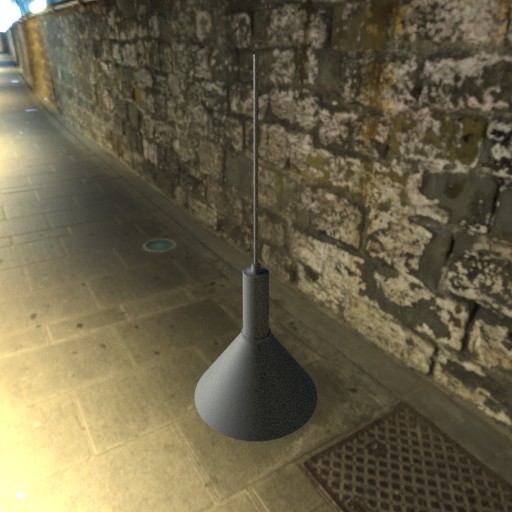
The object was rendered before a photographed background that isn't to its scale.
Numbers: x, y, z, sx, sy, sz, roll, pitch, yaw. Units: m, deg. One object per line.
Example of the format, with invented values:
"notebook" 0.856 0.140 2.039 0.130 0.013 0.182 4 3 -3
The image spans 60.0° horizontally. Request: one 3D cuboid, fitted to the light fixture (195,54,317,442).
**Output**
"light fixture" 0.000 0.000 0.825 0.267 0.683 0.267 -8 27 -17
